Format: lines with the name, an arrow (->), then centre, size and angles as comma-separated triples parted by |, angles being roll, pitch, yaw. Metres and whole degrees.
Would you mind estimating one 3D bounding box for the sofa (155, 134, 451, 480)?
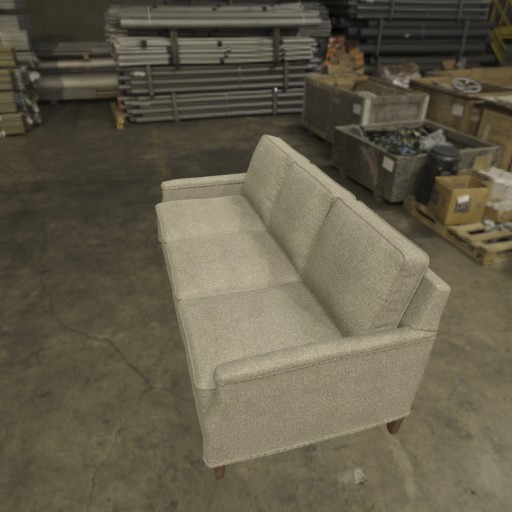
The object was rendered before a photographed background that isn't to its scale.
sofa -> 0.000, 0.000, 2.766 | 1.084, 1.003, 2.246 | -8, 30, -14
